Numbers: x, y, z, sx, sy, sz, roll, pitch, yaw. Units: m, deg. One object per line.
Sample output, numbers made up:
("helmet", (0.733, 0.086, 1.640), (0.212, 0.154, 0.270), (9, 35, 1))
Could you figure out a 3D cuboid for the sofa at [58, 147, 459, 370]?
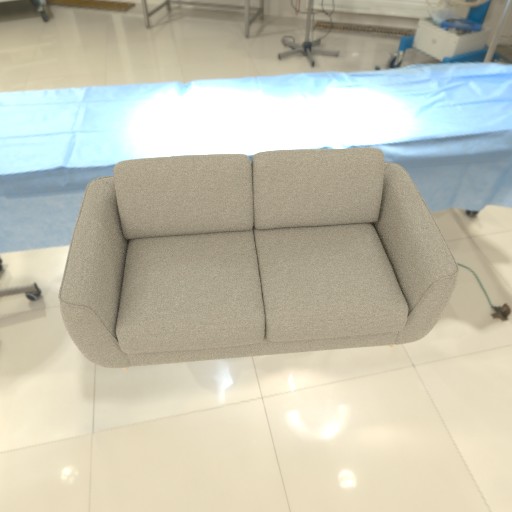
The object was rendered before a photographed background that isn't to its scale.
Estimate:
("sofa", (0.000, 0.000, 2.222), (1.700, 0.850, 0.920), (-4, 46, -4))
